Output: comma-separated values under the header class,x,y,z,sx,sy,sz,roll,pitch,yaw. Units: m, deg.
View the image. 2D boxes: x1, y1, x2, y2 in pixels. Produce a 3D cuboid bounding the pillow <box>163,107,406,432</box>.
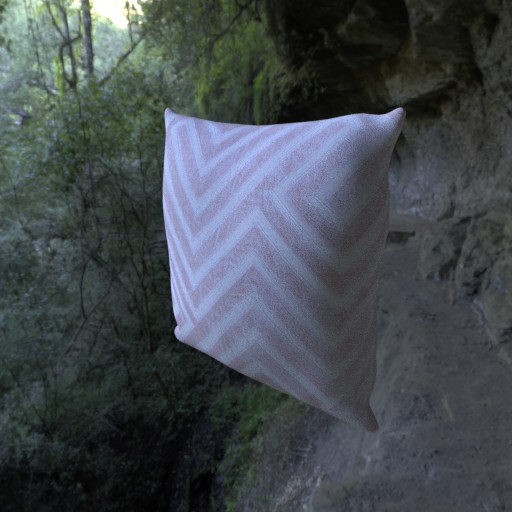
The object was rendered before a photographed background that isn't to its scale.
class,x,y,z,sx,sy,sz,roll,pitch,yaw
pillow,0.000,0.000,0.684,0.440,0.441,0.182,15,22,40
